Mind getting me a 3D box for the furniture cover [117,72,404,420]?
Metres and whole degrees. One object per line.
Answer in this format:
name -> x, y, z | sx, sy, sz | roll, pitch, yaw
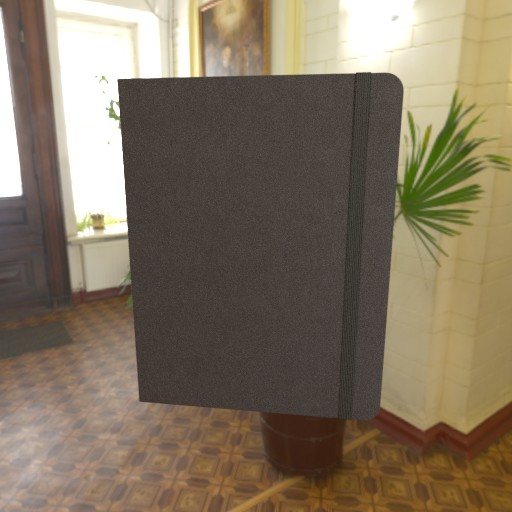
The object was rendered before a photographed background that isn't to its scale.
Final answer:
furniture cover -> 0.000, 0.000, 0.371 | 0.216, 0.281, 0.023 | 2, 14, 8
